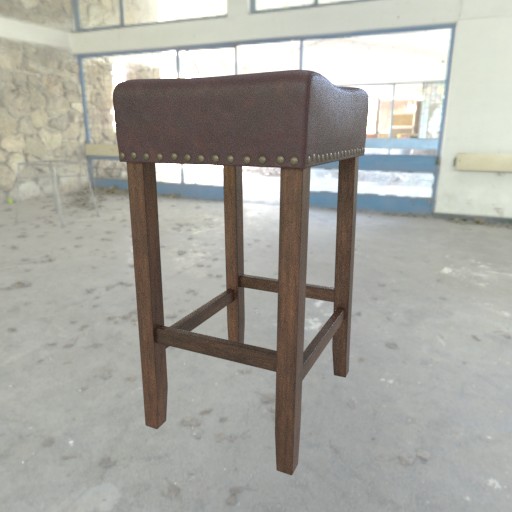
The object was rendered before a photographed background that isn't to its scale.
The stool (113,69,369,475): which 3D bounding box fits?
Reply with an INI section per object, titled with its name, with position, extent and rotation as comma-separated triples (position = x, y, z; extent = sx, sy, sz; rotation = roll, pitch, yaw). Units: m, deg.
[stool]
position = 0.000, 0.000, 1.059
extent = 0.401, 0.769, 0.465
rotation = 7, 17, 24
